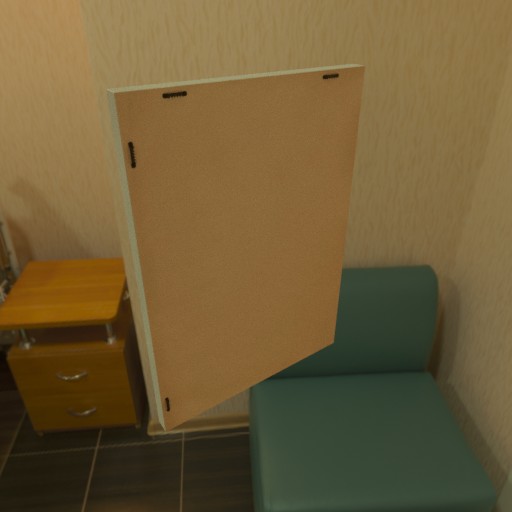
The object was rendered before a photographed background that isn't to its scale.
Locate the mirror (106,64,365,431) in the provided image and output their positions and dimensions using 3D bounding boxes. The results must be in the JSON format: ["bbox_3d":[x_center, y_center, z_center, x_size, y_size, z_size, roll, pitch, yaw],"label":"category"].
[{"bbox_3d":[0.000,0.000,0.934,0.507,0.710,0.039,-20,35,-30],"label":"mirror"}]
